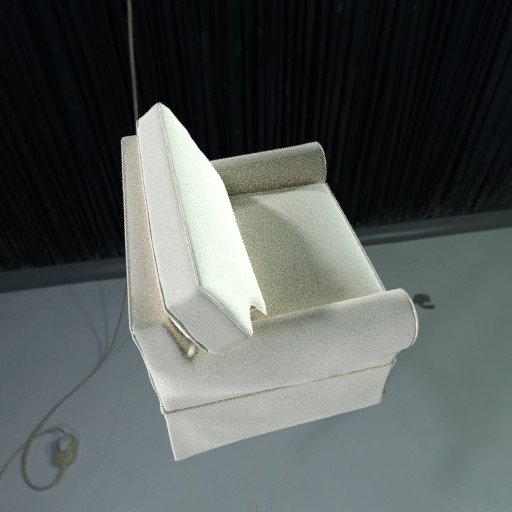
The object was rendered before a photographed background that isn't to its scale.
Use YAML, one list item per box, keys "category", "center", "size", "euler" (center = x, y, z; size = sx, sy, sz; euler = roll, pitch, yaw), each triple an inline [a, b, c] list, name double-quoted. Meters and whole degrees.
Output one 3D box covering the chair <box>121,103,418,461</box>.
- category: "chair"
  center: [0.000, 0.000, 1.780]
  size: [0.904, 0.958, 1.099]
  euler: [-10, 48, -9]
